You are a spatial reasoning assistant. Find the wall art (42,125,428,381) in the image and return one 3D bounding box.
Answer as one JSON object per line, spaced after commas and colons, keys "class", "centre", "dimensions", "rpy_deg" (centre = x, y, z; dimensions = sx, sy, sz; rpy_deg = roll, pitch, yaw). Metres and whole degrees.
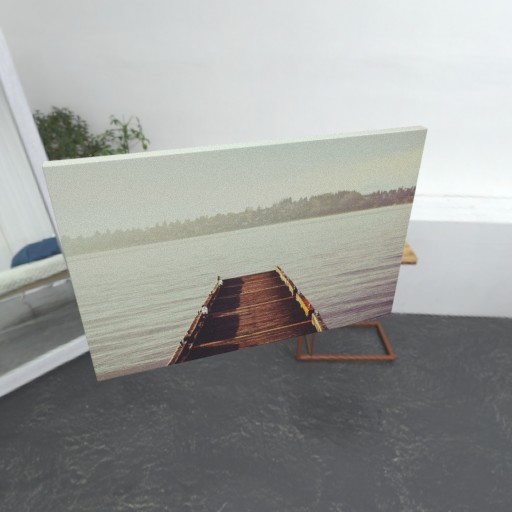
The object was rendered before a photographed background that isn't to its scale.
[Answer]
{"class": "wall art", "centre": [0.000, 0.000, 1.483], "dimensions": [1.149, 0.765, 0.040], "rpy_deg": [-10, 32, -15]}
